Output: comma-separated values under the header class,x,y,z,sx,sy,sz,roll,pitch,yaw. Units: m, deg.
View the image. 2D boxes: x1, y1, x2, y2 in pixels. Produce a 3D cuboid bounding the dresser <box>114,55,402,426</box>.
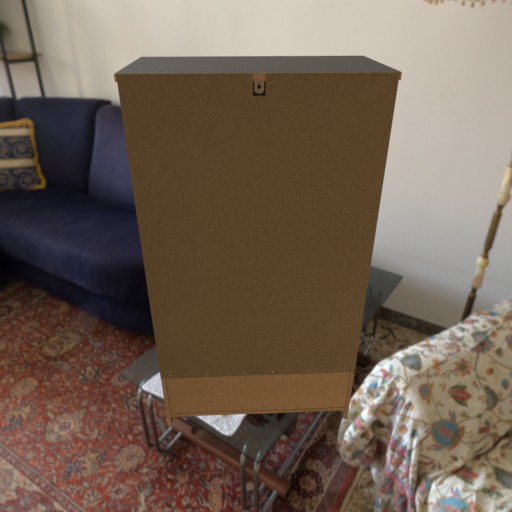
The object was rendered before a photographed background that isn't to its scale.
class,x,y,z,sx,sy,sz,roll,pitch,yaw
dresser,0.000,0.000,1.562,0.704,1.255,0.399,-1,30,-2
